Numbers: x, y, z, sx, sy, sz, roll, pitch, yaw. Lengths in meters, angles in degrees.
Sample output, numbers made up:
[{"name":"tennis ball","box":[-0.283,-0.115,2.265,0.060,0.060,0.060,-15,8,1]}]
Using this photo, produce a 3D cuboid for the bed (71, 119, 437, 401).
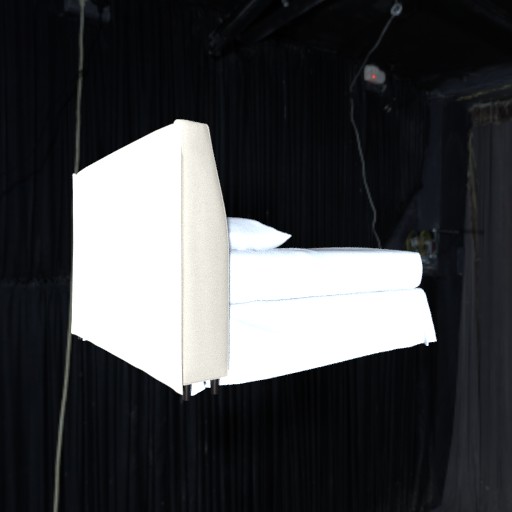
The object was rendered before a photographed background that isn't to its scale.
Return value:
[{"name":"bed","box":[0.000,0.000,3.454,2.276,1.332,1.925,-1,1,-37]}]
